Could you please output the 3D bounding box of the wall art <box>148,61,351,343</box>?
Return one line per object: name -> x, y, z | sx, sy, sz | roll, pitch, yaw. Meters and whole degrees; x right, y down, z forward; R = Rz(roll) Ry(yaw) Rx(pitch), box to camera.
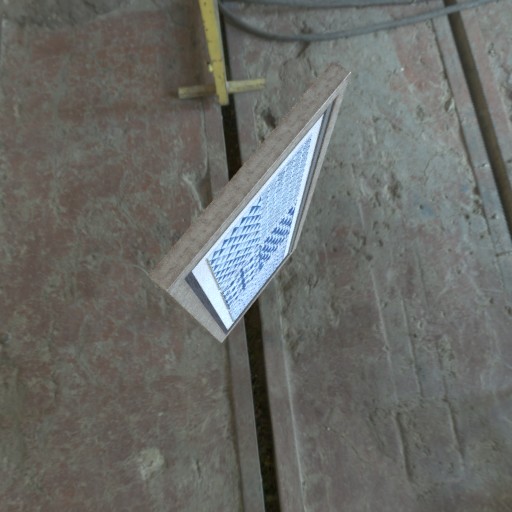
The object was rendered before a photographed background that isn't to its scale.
wall art -> 0.000, 0.000, 1.659 | 0.051, 1.461, 0.648 | 37, 78, 9
